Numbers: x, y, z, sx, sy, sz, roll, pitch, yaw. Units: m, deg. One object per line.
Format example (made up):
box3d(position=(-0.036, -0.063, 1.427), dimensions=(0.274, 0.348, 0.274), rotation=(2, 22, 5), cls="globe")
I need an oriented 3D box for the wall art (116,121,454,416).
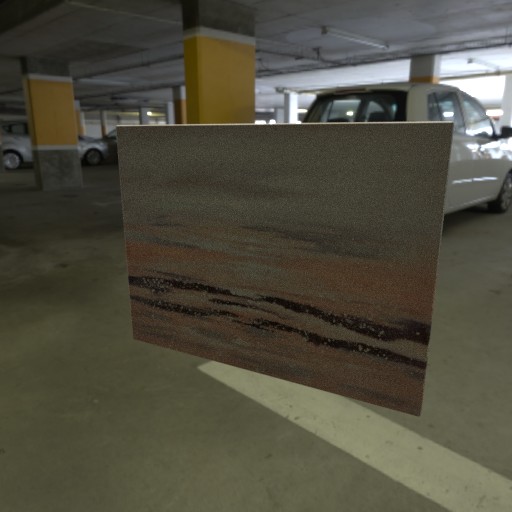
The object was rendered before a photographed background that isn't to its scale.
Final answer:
box3d(position=(0.000, 0.000, 1.334), dimensions=(1.015, 0.763, 0.038), rotation=(8, 17, 27), cls="wall art")
